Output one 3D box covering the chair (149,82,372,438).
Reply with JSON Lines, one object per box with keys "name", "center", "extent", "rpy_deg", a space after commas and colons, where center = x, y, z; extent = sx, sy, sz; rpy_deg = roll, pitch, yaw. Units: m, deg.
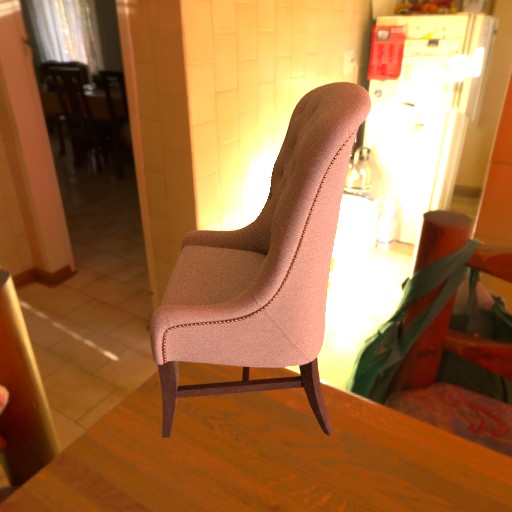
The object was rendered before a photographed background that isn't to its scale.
{"name": "chair", "center": [0.000, 0.000, 1.499], "extent": [0.629, 1.091, 0.634], "rpy_deg": [1, 27, 1]}
